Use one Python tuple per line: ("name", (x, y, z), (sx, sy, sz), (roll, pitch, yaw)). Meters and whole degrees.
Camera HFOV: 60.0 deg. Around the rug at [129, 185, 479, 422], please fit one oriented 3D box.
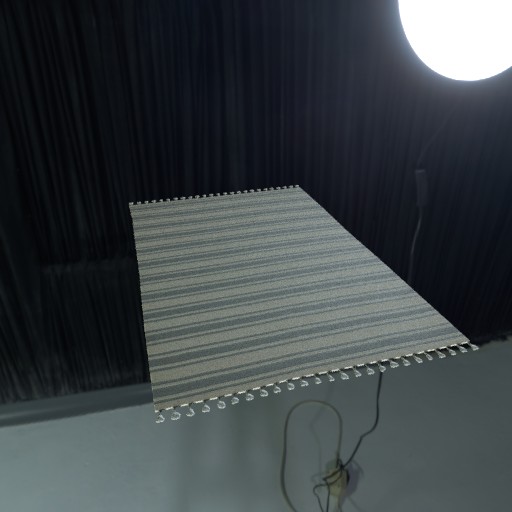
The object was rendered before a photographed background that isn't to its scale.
("rug", (0.000, 0.000, 2.955), (1.539, 0.011, 2.410), (-8, 30, -14))
